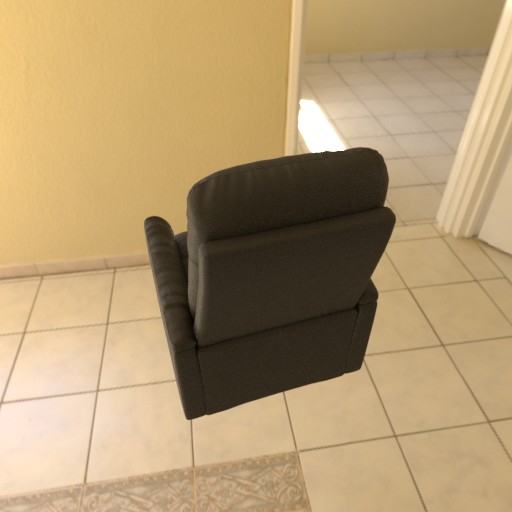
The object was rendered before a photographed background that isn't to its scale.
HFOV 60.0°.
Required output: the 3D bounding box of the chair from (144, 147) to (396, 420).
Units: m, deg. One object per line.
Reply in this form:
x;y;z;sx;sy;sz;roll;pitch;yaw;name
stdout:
0.000;0.000;1.694;0.775;1.082;0.831;-12;42;-14;chair
